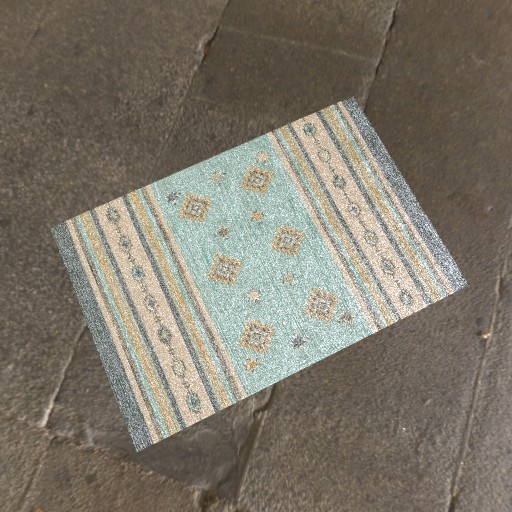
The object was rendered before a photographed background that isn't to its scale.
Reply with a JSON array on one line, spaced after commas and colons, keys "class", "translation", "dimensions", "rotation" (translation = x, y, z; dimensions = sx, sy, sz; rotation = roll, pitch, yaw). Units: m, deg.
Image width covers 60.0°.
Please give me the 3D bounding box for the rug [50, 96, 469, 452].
[{"class": "rug", "translation": [0.000, 0.000, 2.287], "dimensions": [1.811, 0.010, 1.212], "rotation": [-25, 77, -6]}]
